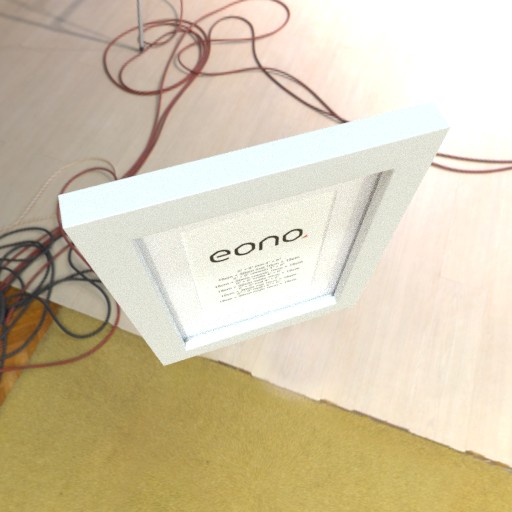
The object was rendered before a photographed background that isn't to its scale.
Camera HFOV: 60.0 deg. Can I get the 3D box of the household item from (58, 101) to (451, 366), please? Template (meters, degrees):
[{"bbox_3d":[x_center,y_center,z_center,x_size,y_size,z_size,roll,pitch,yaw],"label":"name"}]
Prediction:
[{"bbox_3d":[0.000,0.000,0.336,0.200,0.250,0.045,-16,63,-8],"label":"household item"}]
